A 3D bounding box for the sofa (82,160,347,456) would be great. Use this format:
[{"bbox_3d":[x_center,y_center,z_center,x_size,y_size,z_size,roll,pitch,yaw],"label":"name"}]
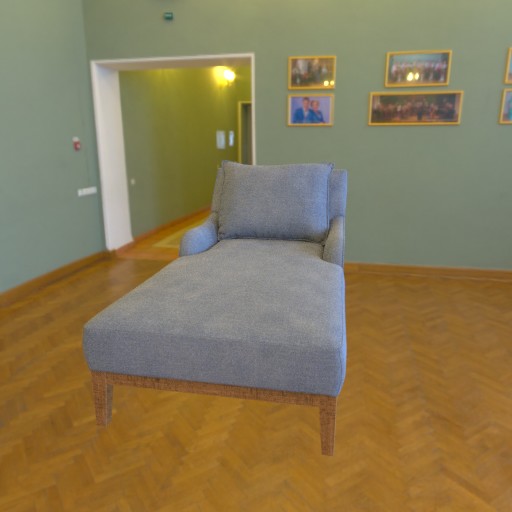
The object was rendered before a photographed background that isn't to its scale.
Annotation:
[{"bbox_3d":[0.000,0.000,2.246,0.904,0.883,1.779,3,15,11],"label":"sofa"}]
